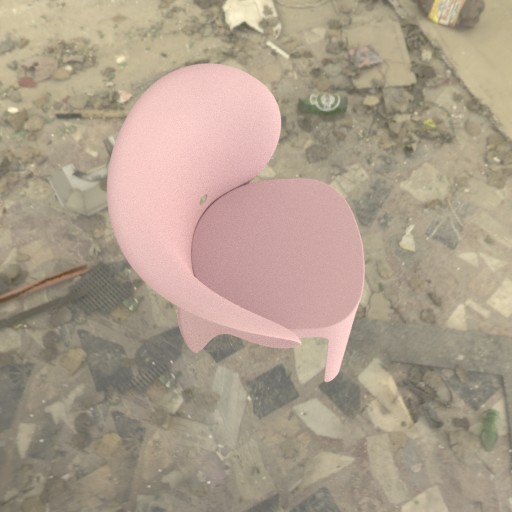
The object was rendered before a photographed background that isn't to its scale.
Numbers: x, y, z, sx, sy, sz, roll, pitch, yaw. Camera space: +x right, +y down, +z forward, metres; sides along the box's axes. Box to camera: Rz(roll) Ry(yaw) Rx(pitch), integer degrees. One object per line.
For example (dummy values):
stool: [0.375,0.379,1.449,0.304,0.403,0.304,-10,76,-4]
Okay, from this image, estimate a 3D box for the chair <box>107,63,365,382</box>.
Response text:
chair: [0.000,0.000,0.847,0.402,0.554,0.451,-2,63,-1]
